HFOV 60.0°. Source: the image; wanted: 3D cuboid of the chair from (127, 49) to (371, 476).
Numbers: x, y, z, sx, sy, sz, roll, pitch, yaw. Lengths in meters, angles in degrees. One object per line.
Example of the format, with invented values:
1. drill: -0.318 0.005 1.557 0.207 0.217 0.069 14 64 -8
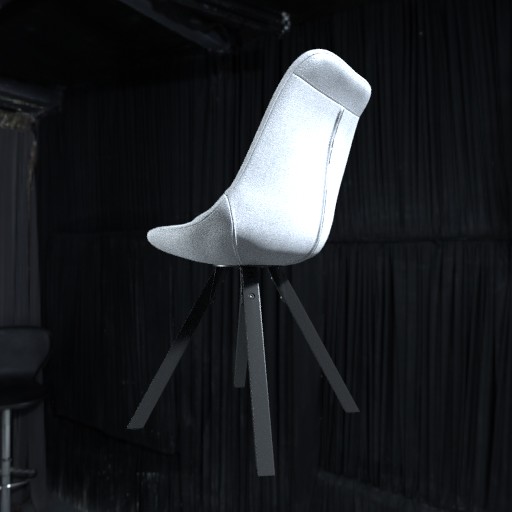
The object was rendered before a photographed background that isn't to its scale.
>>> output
1. chair: 0.000 0.000 1.144 0.550 0.850 0.485 0 0 35
